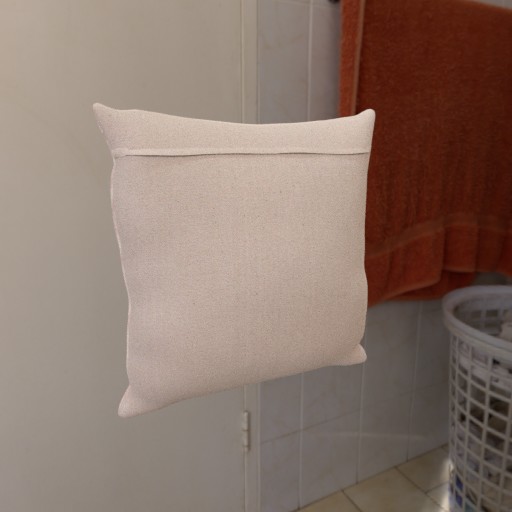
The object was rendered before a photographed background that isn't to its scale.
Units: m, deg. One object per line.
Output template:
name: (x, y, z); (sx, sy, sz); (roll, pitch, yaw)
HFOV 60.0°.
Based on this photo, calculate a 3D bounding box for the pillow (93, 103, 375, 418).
pillow: (0.000, 0.000, 0.677); (0.440, 0.441, 0.182); (-7, 15, -25)
